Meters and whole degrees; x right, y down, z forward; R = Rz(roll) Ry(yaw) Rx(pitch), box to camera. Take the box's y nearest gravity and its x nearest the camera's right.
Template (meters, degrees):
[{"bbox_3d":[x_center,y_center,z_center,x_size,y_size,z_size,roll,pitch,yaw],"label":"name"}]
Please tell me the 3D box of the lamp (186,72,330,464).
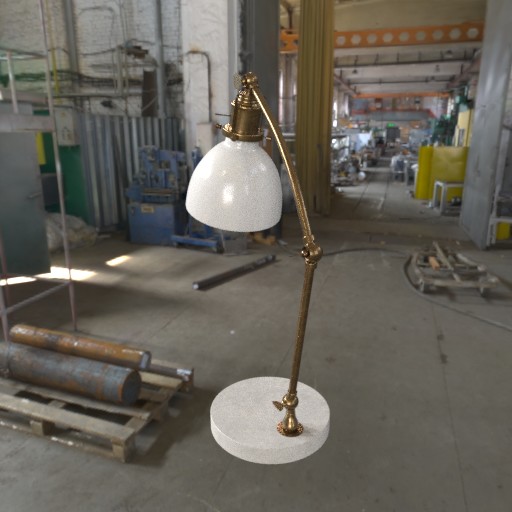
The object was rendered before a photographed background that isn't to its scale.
[{"bbox_3d":[0.000,0.000,0.671,0.186,0.522,0.317,-8,18,-27],"label":"lamp"}]
